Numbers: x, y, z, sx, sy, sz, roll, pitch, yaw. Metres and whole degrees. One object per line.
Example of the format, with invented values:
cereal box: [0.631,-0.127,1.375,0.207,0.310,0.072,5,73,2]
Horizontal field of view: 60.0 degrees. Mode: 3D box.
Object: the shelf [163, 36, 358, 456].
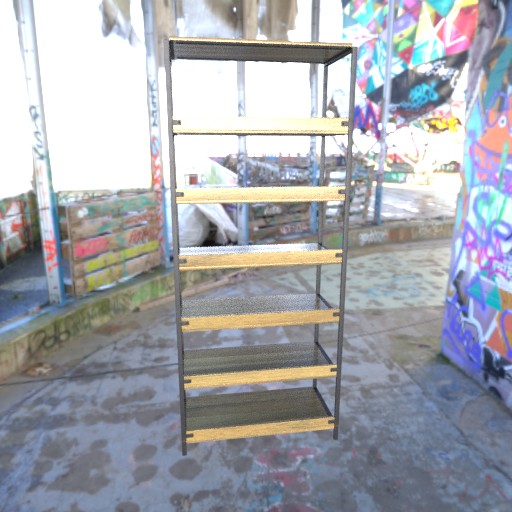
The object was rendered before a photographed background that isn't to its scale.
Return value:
shelf: [0.000,0.000,2.347,0.847,2.015,0.431,-2,14,-9]
